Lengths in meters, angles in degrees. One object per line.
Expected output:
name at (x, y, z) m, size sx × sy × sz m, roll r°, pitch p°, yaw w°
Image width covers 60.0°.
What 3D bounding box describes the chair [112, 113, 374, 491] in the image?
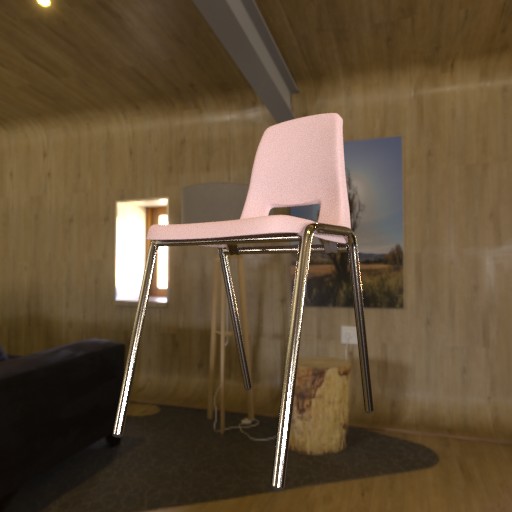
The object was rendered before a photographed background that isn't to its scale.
chair at (0.000, 0.000, 0.933) m, size 0.381 × 0.704 × 0.436 m, roll -1°, pitch -2°, yaw 34°
